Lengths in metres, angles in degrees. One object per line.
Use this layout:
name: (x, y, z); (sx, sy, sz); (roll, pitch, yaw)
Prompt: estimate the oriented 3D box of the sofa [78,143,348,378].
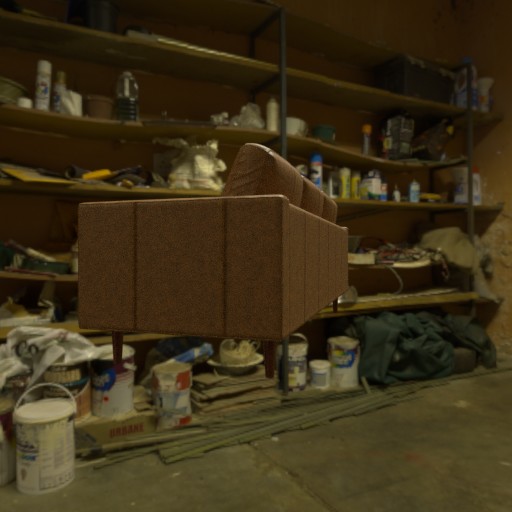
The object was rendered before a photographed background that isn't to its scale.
sofa: (0.000, 0.000, 2.758); (0.903, 0.930, 2.231); (0, 0, 18)
